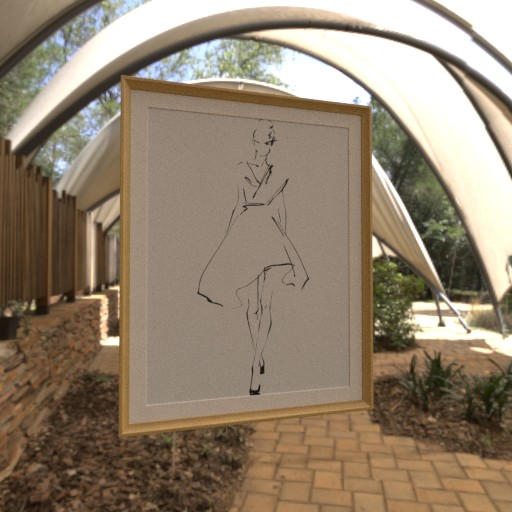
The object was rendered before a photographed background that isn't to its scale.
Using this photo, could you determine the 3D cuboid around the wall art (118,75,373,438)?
[{"bbox_3d":[0.000,0.000,1.358,0.798,1.002,0.030,0,-1,-18],"label":"wall art"}]
